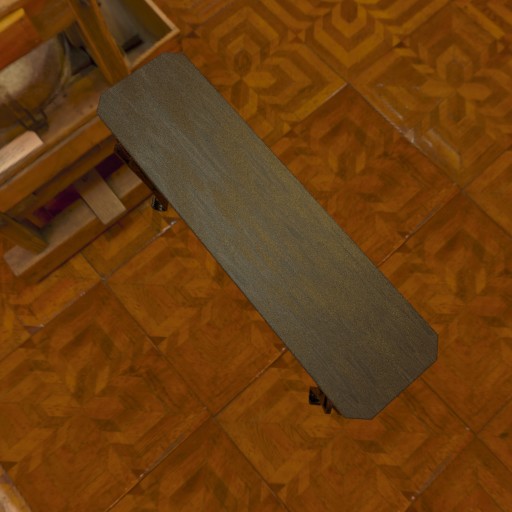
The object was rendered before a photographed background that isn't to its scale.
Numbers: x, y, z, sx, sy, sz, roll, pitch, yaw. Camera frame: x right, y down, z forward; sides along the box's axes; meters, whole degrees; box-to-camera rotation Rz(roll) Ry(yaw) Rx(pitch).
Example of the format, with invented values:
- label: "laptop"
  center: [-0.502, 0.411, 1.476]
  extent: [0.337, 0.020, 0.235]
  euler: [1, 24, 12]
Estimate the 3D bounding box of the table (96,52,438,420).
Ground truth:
- label: "table"
  center: [0.000, 0.000, 1.499]
  extent: [0.329, 0.800, 1.112]
  euler: [-38, 79, -9]
